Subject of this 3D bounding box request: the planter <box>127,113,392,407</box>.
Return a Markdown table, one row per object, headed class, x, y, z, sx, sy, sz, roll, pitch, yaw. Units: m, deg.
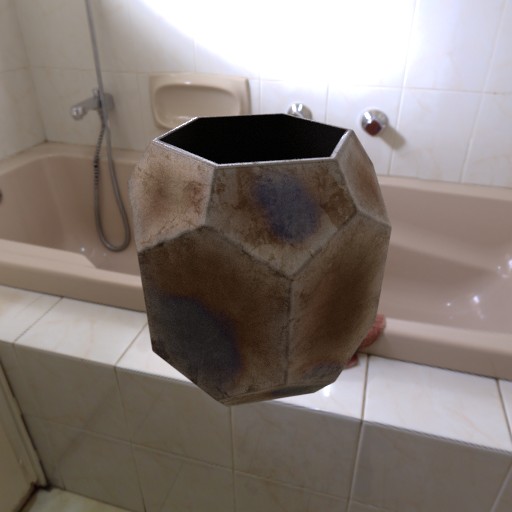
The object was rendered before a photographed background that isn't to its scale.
| class | x | y | z | sx | sy | sz | roll | pitch | yaw |
| --- | --- | --- | --- | --- | --- | --- | --- | --- | --- |
| planter | 0.000 | 0.000 | 0.435 | 0.243 | 0.238 | 0.221 | 10 | 32 | 16 |
